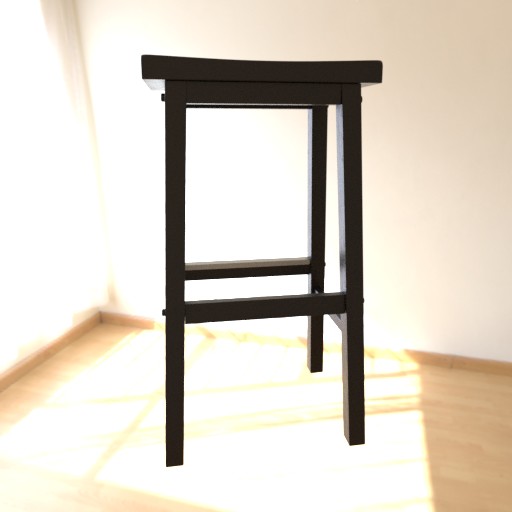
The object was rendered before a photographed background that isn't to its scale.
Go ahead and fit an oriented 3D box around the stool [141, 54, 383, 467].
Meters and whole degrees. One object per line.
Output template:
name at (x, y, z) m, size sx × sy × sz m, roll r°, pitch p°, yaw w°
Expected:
stool at (0.000, 0.000, 0.936) m, size 0.406 × 0.742 × 0.322 m, roll -3°, pitch 16°, yaw -9°
